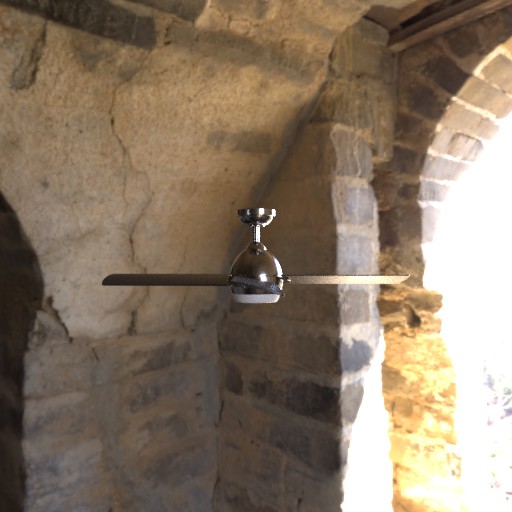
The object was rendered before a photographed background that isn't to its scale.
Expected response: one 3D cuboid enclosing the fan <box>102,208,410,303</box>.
[{"bbox_3d":[0.000,0.000,1.965,1.332,0.403,1.332,0,-1,0],"label":"fan"}]
